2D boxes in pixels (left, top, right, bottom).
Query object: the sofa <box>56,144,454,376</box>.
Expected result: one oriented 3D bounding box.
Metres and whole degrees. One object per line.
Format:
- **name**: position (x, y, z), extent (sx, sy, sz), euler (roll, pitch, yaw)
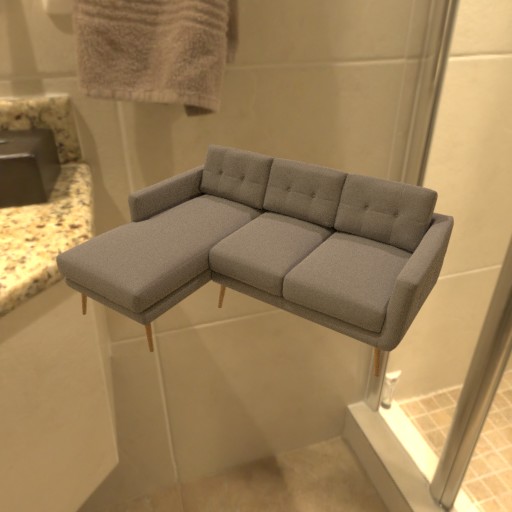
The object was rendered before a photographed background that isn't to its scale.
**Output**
- **sofa**: position (0.000, 0.000, 2.816), extent (2.040, 0.860, 1.530), euler (19, 35, 30)
